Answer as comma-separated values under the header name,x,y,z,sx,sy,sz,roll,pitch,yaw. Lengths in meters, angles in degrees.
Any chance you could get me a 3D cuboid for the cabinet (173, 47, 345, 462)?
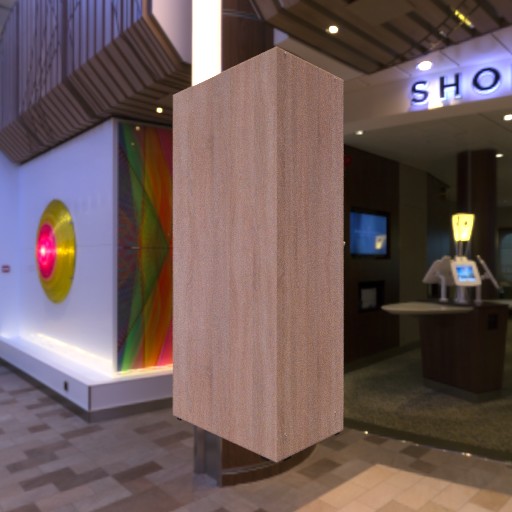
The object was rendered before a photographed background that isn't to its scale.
name,x,y,z,sx,sy,sz,roll,pitch,yaw
cabinet,0.000,0.000,2.908,1.094,2.120,1.327,0,0,1
